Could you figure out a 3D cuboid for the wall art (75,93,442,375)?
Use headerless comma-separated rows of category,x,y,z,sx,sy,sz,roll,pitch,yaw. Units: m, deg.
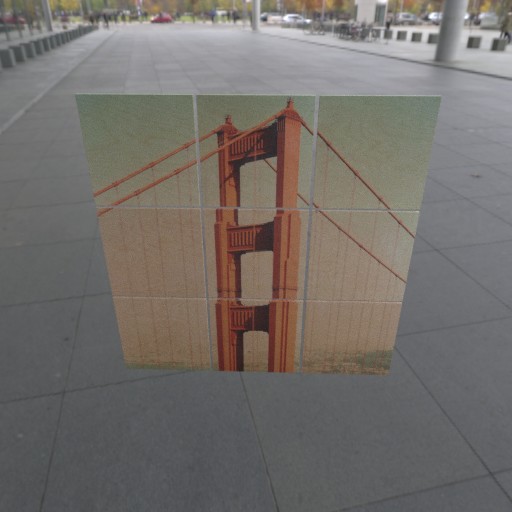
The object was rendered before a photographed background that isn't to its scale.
wall art,0.000,0.000,2.202,1.517,1.523,0.013,1,29,2
